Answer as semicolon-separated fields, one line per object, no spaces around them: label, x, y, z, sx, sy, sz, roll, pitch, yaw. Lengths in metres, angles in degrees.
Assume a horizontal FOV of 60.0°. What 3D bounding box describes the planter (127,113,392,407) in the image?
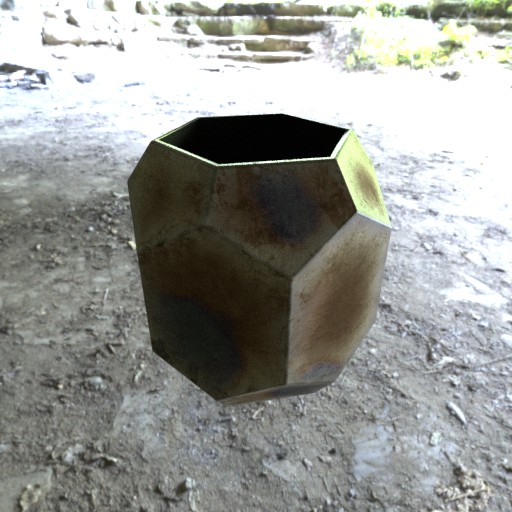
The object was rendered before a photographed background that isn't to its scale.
planter;0.000;0.000;0.435;0.243;0.238;0.221;10;32;16
